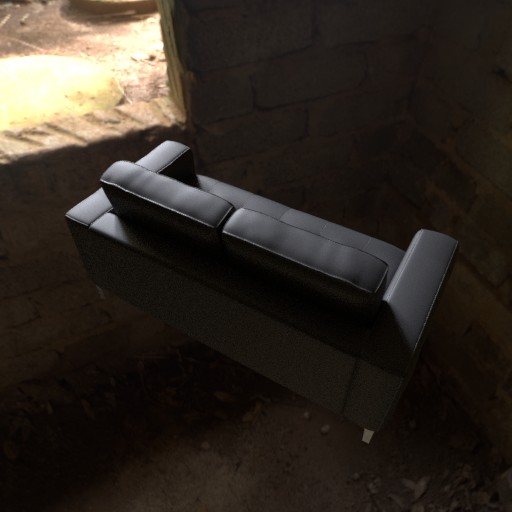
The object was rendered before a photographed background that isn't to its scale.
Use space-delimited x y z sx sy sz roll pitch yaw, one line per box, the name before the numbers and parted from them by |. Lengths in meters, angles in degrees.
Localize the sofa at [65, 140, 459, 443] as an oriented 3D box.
sofa | 0.000 0.000 2.210 1.726 0.893 0.833 23 50 21
